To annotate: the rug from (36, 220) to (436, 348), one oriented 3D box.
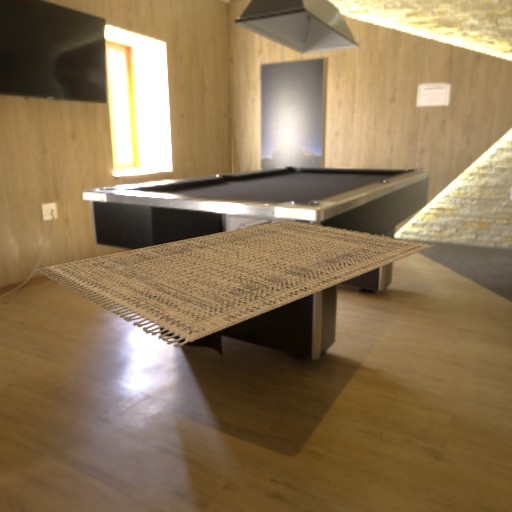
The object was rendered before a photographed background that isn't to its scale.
[{"bbox_3d":[0.000,0.000,3.147,1.548,0.013,2.486,15,21,43],"label":"rug"}]
